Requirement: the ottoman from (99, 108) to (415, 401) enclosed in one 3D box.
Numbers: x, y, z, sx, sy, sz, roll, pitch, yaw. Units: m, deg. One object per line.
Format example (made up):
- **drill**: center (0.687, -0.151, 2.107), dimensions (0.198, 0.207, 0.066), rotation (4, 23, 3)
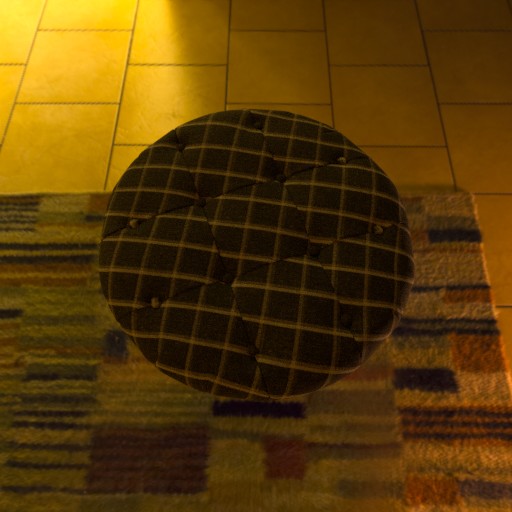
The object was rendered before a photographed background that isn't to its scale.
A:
- **ottoman**: center (0.000, 0.000, 1.385), dimensions (0.901, 0.439, 0.901), rotation (0, 65, 0)
